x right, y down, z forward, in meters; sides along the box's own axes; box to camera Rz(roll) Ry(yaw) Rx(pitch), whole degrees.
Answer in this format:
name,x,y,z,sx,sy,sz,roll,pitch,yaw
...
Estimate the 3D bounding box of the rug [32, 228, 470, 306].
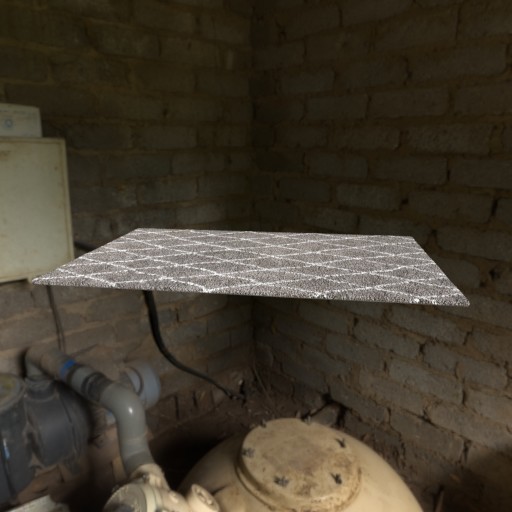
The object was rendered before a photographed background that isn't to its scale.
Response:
name,x,y,z,sx,sy,sz,roll,pitch,yaw
rug,0.000,0.000,3.573,2.743,0.030,1.778,2,15,8
